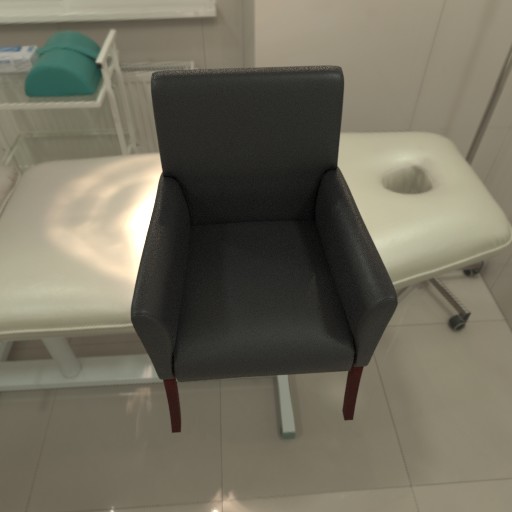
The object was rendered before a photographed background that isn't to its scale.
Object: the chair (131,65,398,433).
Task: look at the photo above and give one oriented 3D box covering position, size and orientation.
[{"bbox_3d":[0.000,0.000,1.498,0.683,0.951,0.772,-3,47,-3],"label":"chair"}]
